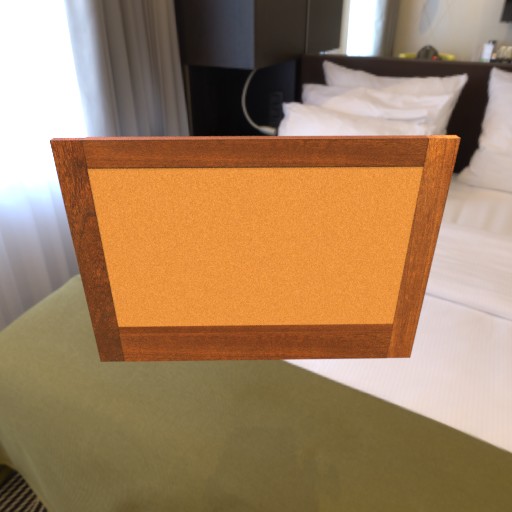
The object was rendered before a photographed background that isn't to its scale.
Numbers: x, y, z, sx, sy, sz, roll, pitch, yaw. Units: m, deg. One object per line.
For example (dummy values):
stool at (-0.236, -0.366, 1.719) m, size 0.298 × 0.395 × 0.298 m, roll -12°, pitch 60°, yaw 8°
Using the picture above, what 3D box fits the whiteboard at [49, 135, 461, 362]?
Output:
whiteboard at (0.000, 0.000, 1.017) m, size 0.783 × 0.559 × 0.083 m, roll -1°, pitch 30°, yaw -1°
